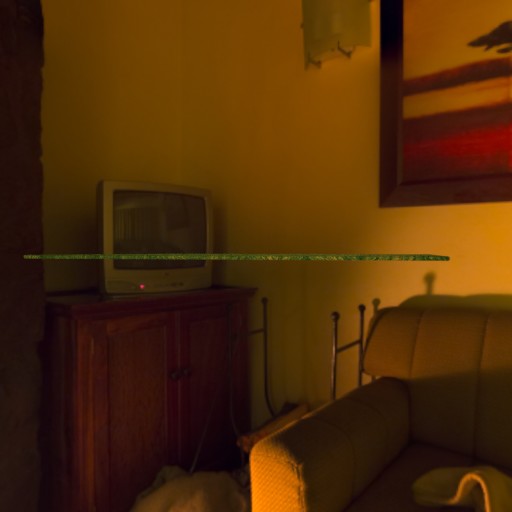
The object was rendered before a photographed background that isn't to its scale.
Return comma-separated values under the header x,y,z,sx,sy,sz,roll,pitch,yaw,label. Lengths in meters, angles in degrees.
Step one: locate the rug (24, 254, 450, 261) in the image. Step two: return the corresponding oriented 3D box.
x,y,z,sx,sy,sz,roll,pitch,yaw,label
0.000,0.000,4.255,3.217,0.027,2.405,0,1,19,rug
